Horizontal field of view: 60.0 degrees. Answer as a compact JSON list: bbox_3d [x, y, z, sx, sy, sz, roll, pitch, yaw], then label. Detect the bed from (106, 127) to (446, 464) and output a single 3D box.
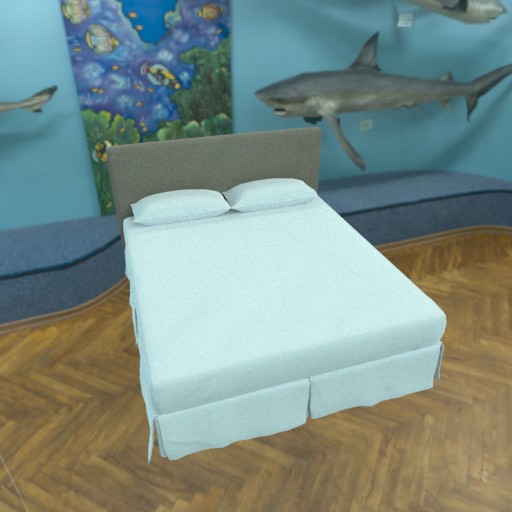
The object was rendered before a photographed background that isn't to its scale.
[{"bbox_3d":[0.000,0.000,3.553,2.119,1.317,2.341,-10,33,-15],"label":"bed"}]
